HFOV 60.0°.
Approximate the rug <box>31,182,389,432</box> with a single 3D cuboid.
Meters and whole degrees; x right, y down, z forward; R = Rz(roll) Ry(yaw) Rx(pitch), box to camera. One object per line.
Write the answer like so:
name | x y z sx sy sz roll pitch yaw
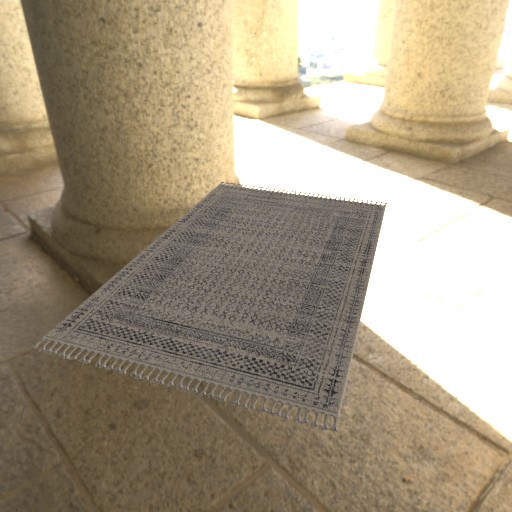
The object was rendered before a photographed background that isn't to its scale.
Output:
rug | 0.000 0.000 2.998 1.548 0.013 2.486 10 31 16
